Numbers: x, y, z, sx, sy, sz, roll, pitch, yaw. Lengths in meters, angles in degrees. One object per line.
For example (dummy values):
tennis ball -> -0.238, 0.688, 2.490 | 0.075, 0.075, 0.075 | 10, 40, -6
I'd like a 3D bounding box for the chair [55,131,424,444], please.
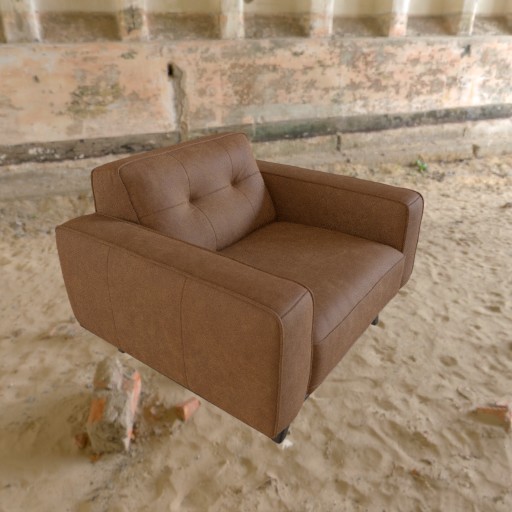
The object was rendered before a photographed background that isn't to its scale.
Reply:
chair -> 0.000, 0.000, 1.727 | 0.952, 0.782, 1.118 | 18, 32, 31
